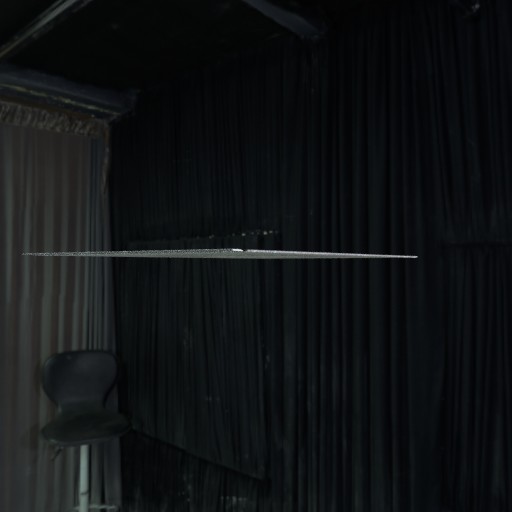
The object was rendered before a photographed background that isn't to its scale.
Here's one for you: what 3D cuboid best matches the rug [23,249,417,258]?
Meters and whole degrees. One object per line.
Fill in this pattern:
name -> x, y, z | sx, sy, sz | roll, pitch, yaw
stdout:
rug -> 0.000, 0.000, 3.060 | 1.528, 0.010, 2.440 | -1, -1, 35
